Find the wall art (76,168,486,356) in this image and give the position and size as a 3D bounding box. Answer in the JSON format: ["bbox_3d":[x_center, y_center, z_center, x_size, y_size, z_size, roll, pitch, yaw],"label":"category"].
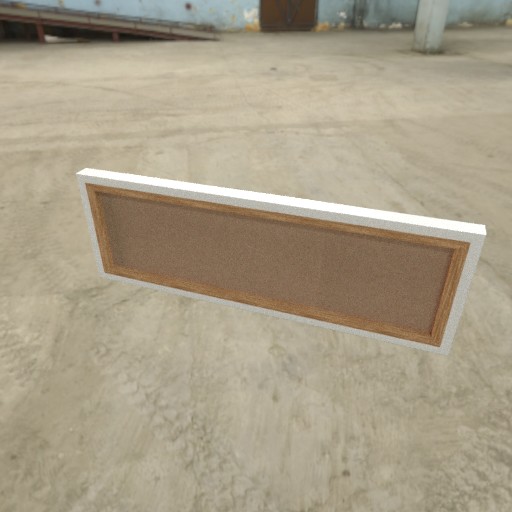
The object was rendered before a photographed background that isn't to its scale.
[{"bbox_3d":[0.000,0.000,0.873,0.766,0.256,0.036,11,33,17],"label":"wall art"}]
